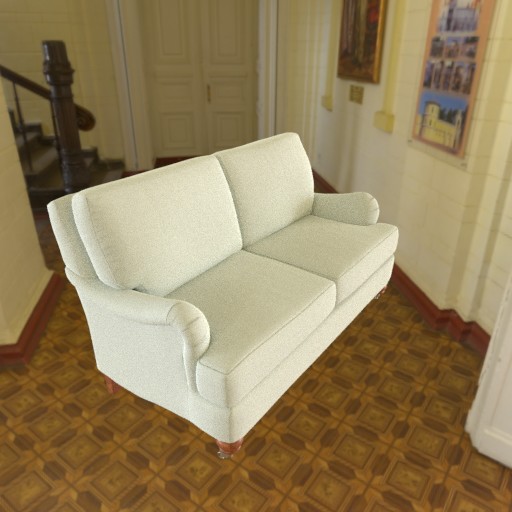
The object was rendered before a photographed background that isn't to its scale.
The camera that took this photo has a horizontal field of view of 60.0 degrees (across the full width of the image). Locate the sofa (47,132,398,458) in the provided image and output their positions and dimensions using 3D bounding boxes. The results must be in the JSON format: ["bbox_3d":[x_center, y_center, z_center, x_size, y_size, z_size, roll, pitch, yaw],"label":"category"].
[{"bbox_3d":[0.000,0.000,2.546,1.084,1.101,1.853,18,31,32],"label":"sofa"}]
